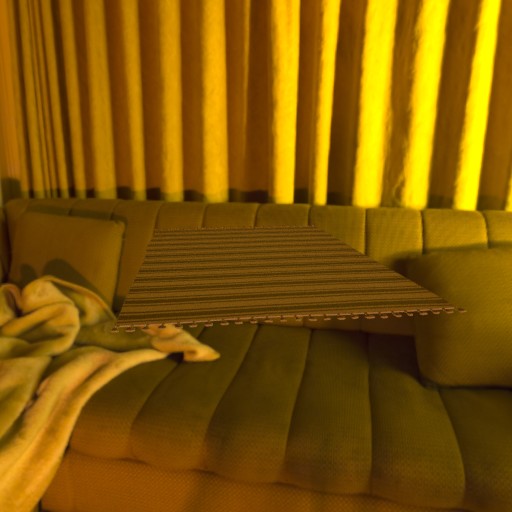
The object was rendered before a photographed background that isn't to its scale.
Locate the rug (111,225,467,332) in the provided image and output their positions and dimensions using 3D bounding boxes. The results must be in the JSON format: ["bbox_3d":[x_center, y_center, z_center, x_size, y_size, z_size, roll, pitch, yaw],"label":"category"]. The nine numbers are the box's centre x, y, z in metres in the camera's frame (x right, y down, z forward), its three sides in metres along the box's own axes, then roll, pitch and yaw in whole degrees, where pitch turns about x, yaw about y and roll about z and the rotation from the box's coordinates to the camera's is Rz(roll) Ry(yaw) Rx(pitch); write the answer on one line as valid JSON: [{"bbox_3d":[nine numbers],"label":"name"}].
[{"bbox_3d":[0.000,0.000,2.304,1.162,0.013,1.875,-2,13,-8],"label":"rug"}]
